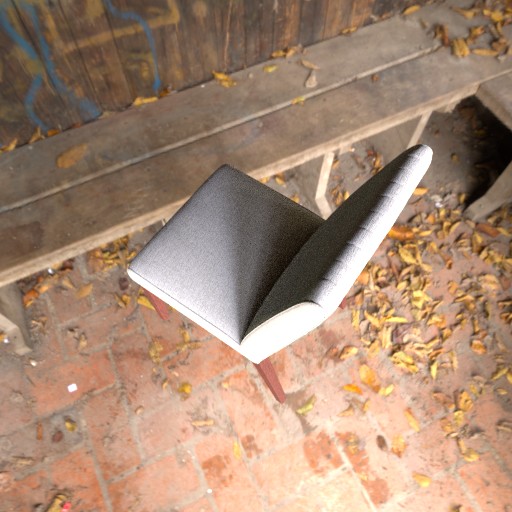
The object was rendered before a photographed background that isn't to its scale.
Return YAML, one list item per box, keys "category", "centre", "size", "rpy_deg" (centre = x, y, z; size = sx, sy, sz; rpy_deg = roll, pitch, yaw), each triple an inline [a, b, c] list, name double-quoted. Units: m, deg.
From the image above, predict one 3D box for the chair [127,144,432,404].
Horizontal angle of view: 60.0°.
- category: "chair"
  centre: [0.000, 0.000, 1.255]
  size: [0.594, 0.900, 0.480]
  rpy_deg: [32, 66, 16]
